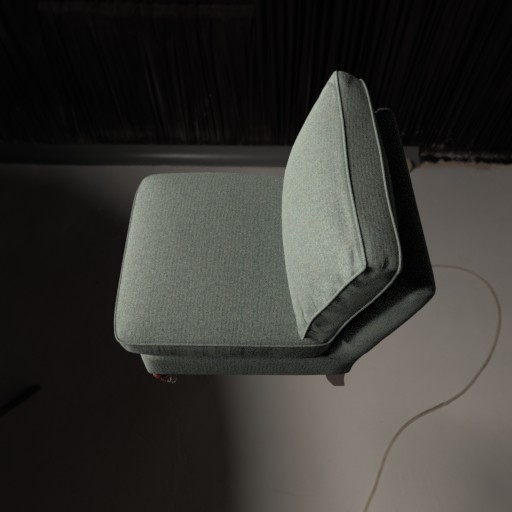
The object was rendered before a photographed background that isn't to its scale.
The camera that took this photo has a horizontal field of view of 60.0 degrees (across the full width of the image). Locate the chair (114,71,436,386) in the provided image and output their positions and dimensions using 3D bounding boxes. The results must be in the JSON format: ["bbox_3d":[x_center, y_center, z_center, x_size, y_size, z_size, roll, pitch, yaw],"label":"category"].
[{"bbox_3d":[0.000,0.000,1.386,0.796,0.901,0.624,0,59,0],"label":"chair"}]
